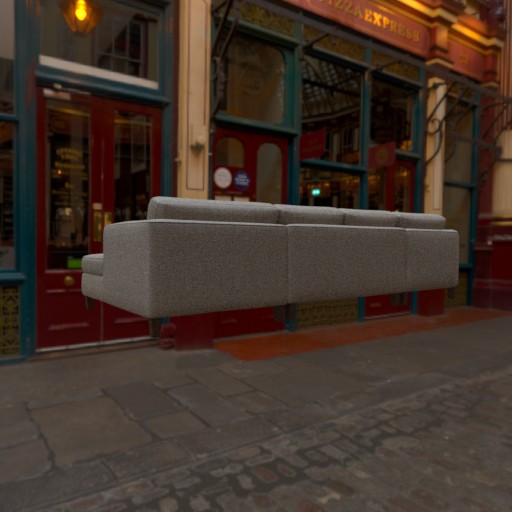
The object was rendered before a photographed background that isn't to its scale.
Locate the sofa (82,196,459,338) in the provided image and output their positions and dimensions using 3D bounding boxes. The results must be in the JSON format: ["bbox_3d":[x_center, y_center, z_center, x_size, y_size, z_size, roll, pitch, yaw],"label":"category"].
[{"bbox_3d":[0.000,0.000,4.618,3.403,0.889,2.551,-1,2,-35],"label":"sofa"}]
